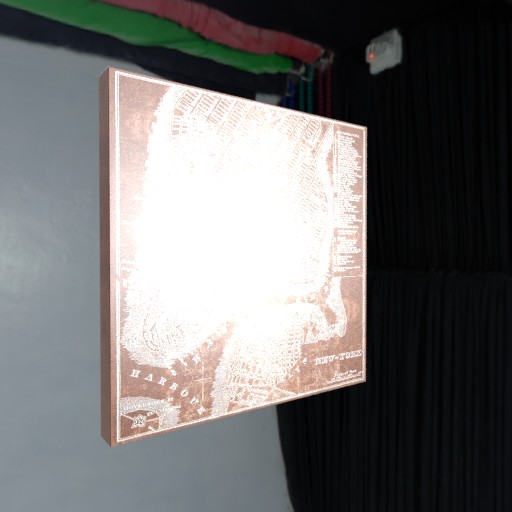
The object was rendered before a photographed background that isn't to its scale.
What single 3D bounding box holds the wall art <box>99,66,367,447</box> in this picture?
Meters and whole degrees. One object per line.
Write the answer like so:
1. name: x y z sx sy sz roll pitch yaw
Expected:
1. wall art: 0.000 0.000 0.598 0.403 0.403 0.035 -1 1 -35
